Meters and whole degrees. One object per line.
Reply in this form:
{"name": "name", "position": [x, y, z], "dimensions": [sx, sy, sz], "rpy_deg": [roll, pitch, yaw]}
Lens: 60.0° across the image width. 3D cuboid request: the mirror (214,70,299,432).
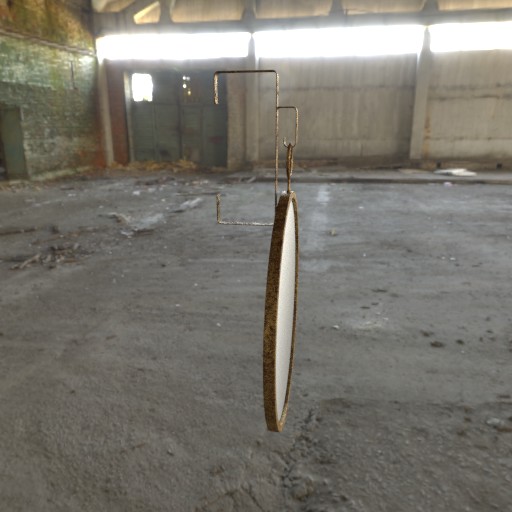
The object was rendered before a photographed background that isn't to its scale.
{"name": "mirror", "position": [0.000, 0.000, 0.838], "dimensions": [0.144, 0.651, 0.447], "rpy_deg": [3, 16, 9]}
